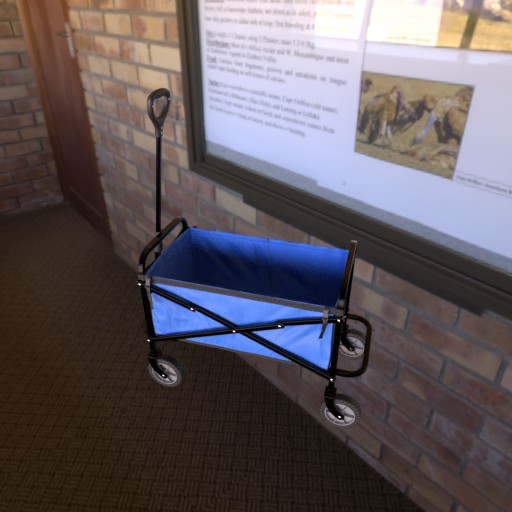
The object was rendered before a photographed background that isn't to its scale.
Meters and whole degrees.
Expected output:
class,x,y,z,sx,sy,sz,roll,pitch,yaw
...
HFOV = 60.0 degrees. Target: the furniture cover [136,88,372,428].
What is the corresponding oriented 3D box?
class,x,y,z,sx,sy,sz,roll,pitch,yaw
furniture cover,0.000,0.000,1.860,1.038,1.295,0.532,9,32,14
